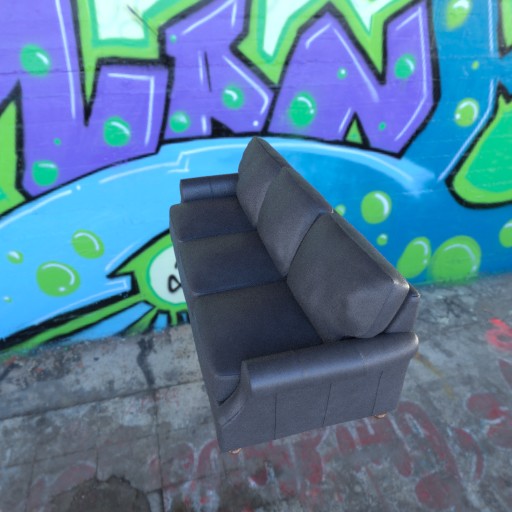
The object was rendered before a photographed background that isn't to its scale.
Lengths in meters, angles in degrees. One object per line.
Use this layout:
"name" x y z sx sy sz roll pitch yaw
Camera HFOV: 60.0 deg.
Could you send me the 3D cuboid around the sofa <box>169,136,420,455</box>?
"sofa" 0.000 0.000 2.915 0.974 0.977 2.387 -8 32 -13
